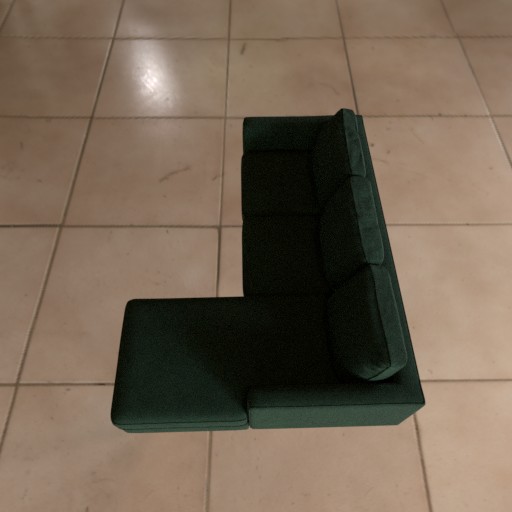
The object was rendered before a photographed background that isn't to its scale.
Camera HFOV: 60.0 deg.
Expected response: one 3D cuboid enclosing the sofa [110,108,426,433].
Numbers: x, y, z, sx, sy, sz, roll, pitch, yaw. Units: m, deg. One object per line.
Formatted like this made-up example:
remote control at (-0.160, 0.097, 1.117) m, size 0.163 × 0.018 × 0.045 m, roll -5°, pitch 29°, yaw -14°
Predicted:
sofa at (0.000, 0.000, 2.828) m, size 1.580 × 0.899 × 2.030 m, roll -1°, pitch 59°, yaw -1°
